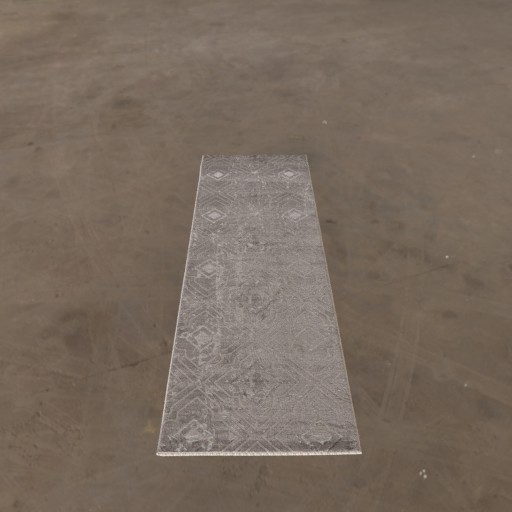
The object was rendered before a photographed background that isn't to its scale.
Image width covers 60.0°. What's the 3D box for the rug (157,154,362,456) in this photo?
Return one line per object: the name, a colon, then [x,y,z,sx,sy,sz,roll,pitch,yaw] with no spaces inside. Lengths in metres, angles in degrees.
rug: [0.000,0.000,2.665,0.832,0.035,2.381,0,42,0]
